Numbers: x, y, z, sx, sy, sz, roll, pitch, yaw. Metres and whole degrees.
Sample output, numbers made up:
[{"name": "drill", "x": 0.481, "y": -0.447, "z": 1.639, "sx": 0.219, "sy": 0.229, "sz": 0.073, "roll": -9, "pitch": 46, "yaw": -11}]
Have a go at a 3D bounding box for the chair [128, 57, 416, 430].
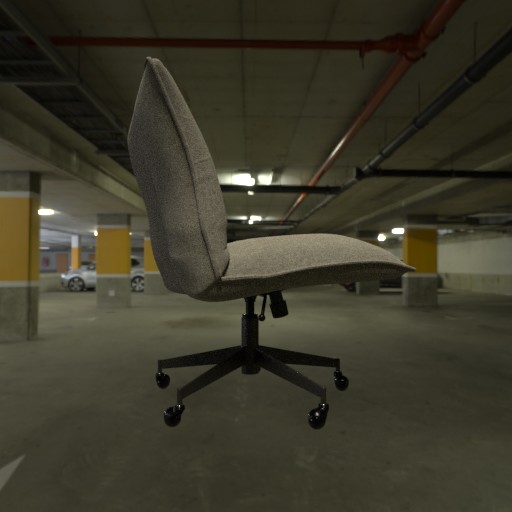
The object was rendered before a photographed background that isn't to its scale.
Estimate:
[{"name": "chair", "x": 0.000, "y": 0.000, "z": 1.268, "sx": 0.696, "sy": 0.811, "sz": 0.597, "roll": 0, "pitch": -1, "yaw": -19}]
